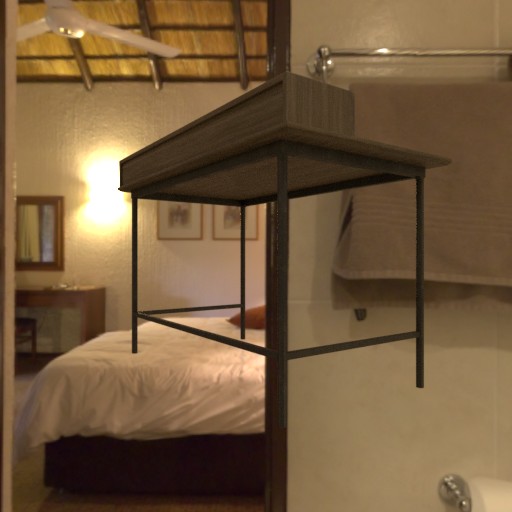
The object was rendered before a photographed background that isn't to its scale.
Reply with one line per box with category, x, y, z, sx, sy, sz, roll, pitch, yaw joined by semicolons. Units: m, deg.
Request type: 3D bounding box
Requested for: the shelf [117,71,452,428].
shelf;0.000;0.000;1.719;0.685;0.865;1.212;0;0;-35
